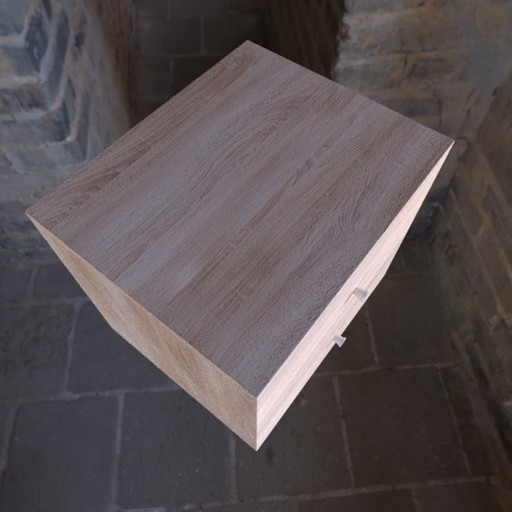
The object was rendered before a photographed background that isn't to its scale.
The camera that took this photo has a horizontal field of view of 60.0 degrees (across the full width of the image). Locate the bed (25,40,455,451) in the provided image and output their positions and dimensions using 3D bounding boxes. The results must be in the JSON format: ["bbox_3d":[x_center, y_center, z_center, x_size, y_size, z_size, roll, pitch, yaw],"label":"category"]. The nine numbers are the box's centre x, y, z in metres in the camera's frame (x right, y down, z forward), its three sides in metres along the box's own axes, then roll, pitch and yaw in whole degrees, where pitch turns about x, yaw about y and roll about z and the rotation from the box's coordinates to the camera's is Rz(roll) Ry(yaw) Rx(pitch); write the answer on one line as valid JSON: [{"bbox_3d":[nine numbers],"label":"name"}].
[{"bbox_3d":[0.000,0.000,0.781,0.401,0.420,0.460,34,65,18],"label":"bed"}]
